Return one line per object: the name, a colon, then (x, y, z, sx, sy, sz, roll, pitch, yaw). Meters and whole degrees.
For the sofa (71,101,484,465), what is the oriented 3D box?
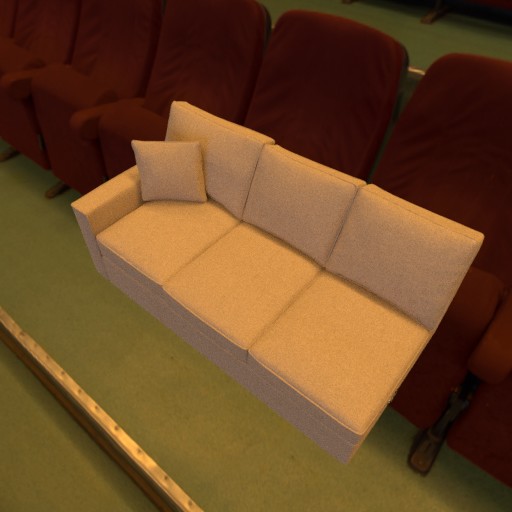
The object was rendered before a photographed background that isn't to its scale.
sofa: (0.000, 0.000, 2.475, 1.962, 0.946, 1.034, 31, 54, 26)
